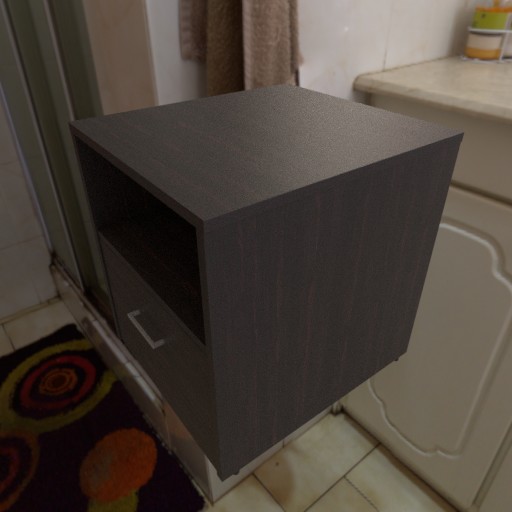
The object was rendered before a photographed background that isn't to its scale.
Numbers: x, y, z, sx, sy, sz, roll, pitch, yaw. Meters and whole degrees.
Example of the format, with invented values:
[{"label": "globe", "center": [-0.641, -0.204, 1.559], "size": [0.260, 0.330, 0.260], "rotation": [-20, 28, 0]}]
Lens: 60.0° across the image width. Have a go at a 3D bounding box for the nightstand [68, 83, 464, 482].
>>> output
[{"label": "nightstand", "center": [0.000, 0.000, 0.790], "size": [0.461, 0.460, 0.400], "rotation": [-23, 39, -30]}]
